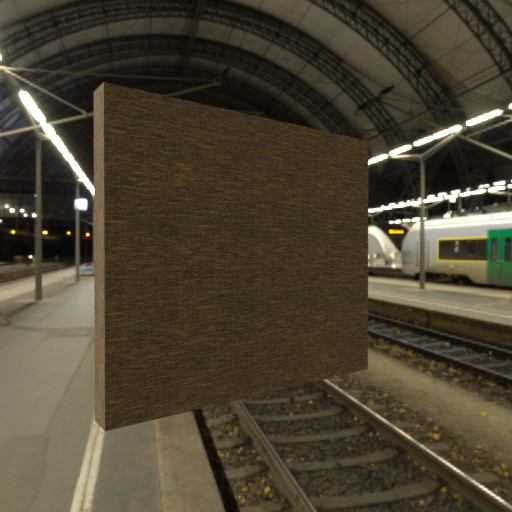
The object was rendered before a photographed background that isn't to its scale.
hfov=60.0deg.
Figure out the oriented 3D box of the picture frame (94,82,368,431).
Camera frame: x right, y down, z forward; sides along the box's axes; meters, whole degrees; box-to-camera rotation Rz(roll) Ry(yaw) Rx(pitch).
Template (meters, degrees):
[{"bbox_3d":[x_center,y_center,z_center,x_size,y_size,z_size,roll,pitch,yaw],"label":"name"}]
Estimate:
[{"bbox_3d":[0.000,0.000,0.543,0.378,0.330,0.033,0,1,-36],"label":"picture frame"}]
